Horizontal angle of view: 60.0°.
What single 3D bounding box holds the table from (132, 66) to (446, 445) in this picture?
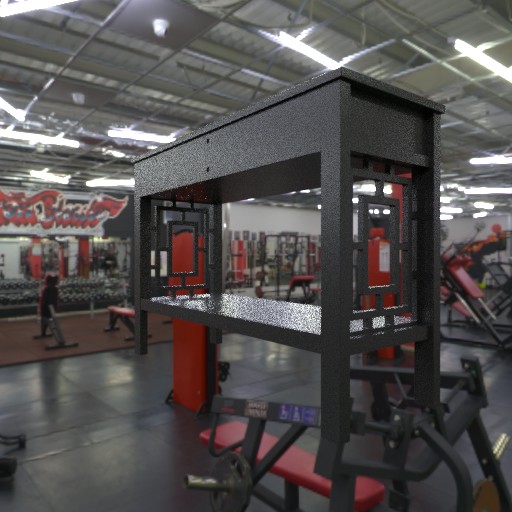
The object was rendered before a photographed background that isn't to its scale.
[{"bbox_3d":[0.000,0.000,1.417,0.397,0.753,1.068,0,0,-37],"label":"table"}]
